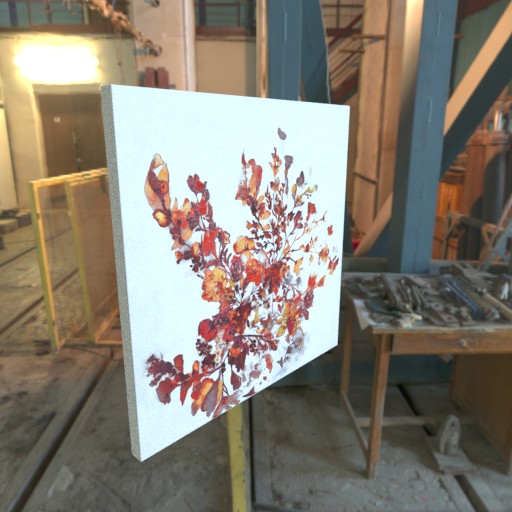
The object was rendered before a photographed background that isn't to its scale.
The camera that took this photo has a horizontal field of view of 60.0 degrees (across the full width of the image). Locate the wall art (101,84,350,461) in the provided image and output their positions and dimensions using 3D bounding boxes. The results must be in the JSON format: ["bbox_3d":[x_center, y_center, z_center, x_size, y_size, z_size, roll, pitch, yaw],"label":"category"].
[{"bbox_3d":[0.000,0.000,1.125,0.037,0.757,0.757,14,20,41],"label":"wall art"}]
